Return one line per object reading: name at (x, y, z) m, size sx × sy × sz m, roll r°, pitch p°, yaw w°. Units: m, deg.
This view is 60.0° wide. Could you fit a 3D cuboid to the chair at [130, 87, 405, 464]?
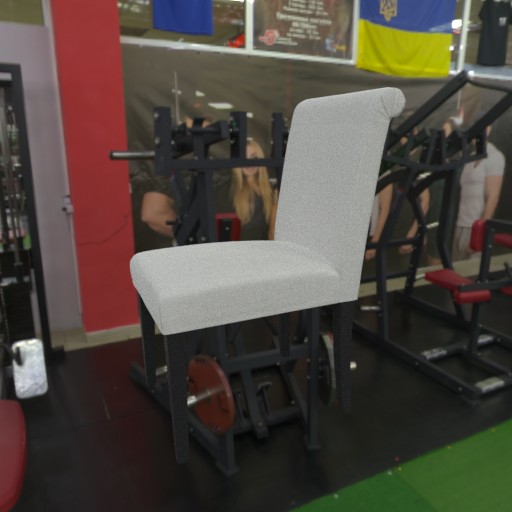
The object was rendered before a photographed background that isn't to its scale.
chair at (0.000, 0.000, 1.383) m, size 0.708 × 0.976 × 0.452 m, roll -7°, pitch 16°, yaw -23°
